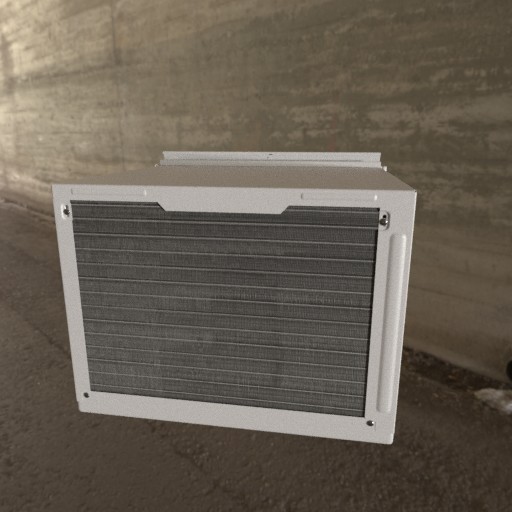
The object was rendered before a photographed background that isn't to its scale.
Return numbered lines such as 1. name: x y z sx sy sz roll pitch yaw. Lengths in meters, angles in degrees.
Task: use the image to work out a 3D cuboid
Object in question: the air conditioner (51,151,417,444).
1. air conditioner: 0.000 0.000 0.870 0.503 0.388 0.546 2 15 9
